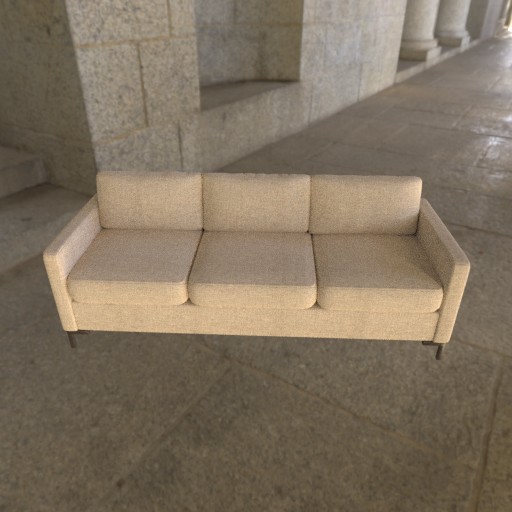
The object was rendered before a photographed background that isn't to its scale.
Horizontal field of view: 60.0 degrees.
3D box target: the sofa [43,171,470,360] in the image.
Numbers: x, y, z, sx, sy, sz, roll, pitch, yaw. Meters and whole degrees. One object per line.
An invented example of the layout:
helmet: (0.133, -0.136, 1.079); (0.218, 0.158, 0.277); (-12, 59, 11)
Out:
sofa: (0.000, 0.000, 2.727); (2.218, 0.874, 0.859); (1, 31, 2)
